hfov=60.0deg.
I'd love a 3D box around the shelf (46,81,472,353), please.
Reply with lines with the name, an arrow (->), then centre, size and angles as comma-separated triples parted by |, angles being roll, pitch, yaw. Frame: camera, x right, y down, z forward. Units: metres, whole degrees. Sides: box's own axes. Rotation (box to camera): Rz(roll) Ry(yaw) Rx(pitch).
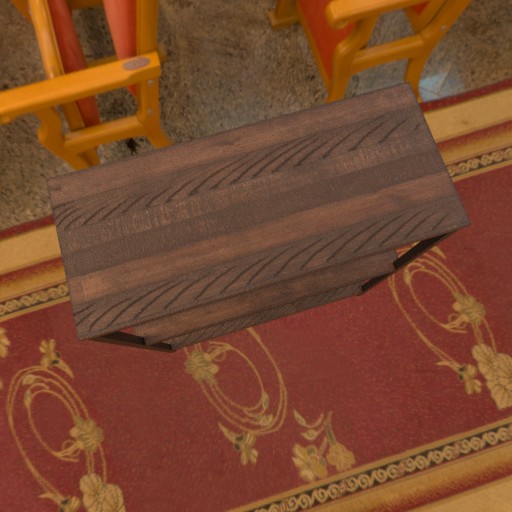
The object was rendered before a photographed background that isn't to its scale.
shelf -> 0.000, 0.000, 1.385 | 0.822, 0.947, 0.352 | -16, 77, -4
